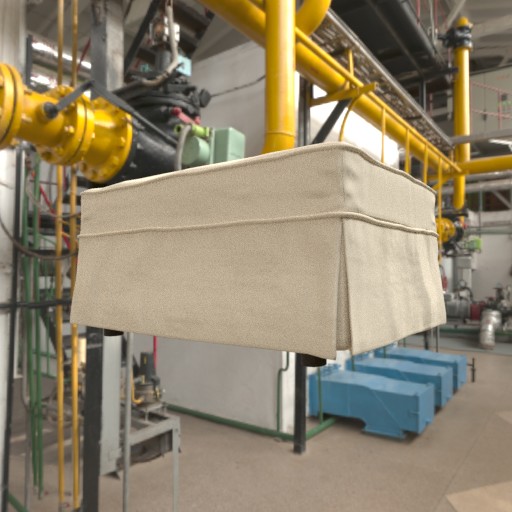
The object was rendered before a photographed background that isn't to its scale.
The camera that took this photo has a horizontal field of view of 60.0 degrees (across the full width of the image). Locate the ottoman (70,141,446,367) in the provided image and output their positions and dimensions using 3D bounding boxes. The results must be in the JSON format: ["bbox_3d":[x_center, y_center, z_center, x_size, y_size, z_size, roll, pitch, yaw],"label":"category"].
[{"bbox_3d":[0.000,0.000,1.341,0.944,0.479,0.703,-1,-2,37],"label":"ottoman"}]
